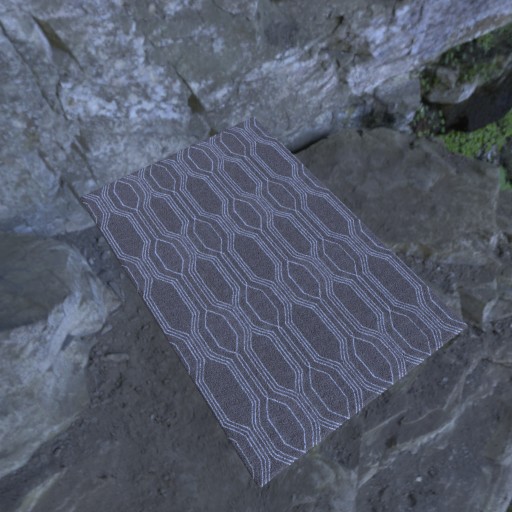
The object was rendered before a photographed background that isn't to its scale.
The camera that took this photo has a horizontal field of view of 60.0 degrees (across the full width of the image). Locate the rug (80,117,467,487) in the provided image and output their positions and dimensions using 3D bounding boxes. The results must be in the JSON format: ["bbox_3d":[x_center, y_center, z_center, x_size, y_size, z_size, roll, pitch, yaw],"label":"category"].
[{"bbox_3d":[0.000,0.000,2.372,1.239,0.012,1.836,-30,62,-18],"label":"rug"}]
